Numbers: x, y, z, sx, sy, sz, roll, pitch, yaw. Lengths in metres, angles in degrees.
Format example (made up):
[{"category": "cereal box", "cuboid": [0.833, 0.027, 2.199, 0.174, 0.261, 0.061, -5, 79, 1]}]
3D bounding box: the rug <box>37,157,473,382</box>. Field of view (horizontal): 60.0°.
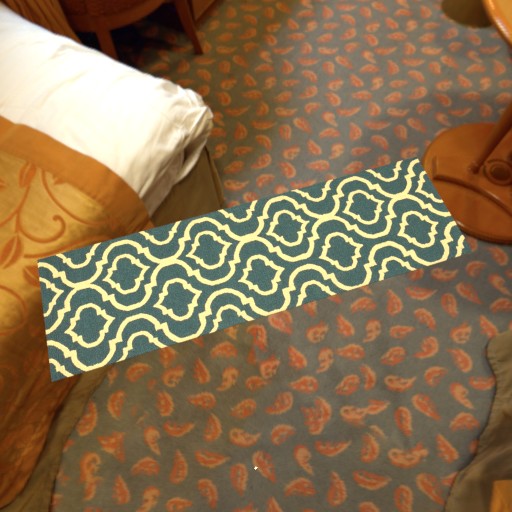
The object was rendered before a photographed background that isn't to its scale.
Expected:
[{"category": "rug", "cuboid": [0.000, 0.000, 2.440, 2.296, 0.006, 0.685, -16, 66, -8]}]
